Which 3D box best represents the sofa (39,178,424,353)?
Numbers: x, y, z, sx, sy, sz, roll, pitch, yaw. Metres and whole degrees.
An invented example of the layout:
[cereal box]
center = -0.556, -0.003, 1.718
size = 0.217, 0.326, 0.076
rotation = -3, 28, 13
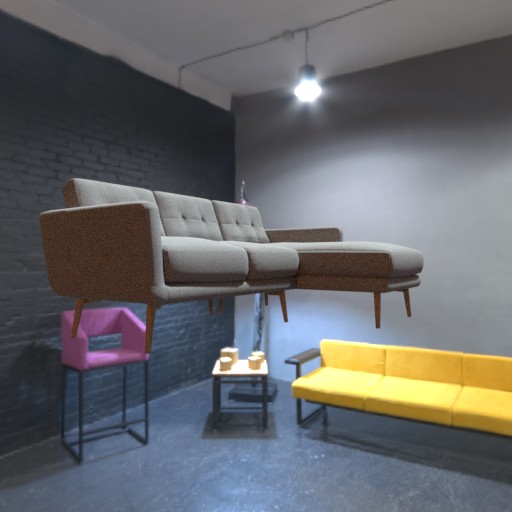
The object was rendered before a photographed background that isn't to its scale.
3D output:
[sofa]
center = 0.000, 0.000, 2.769
size = 1.530, 0.860, 2.040
rotation = 0, 0, 35
